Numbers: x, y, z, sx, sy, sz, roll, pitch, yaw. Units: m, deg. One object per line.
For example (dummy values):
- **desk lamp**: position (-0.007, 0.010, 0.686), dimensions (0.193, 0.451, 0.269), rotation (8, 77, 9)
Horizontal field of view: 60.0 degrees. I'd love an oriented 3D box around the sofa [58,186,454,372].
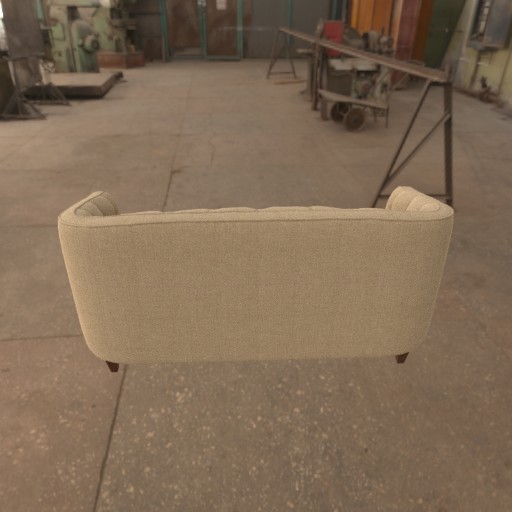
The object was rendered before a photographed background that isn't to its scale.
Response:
- **sofa**: position (0.000, 0.000, 2.301), dimensions (1.733, 0.855, 0.941), rotation (-1, 30, -2)
